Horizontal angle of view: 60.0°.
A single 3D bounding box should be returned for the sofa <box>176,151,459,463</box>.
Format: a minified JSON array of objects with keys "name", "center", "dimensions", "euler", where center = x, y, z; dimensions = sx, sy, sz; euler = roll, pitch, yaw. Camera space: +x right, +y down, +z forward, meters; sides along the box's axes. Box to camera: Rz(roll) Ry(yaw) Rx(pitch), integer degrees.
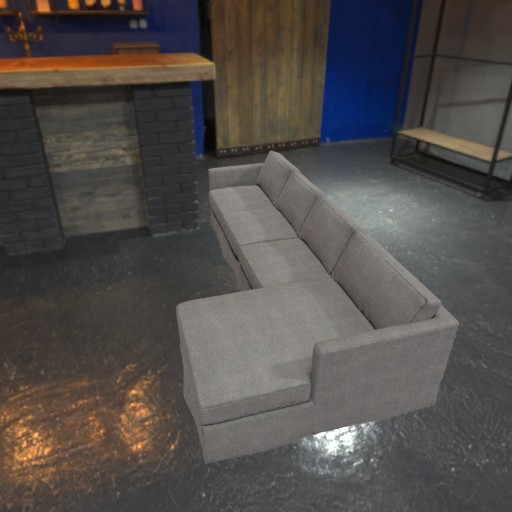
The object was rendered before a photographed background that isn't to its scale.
[{"name":"sofa","center":[0.000,0.000,3.907],"dimensions":[1.650,0.922,3.205],"euler":[-9,32,-14]}]
